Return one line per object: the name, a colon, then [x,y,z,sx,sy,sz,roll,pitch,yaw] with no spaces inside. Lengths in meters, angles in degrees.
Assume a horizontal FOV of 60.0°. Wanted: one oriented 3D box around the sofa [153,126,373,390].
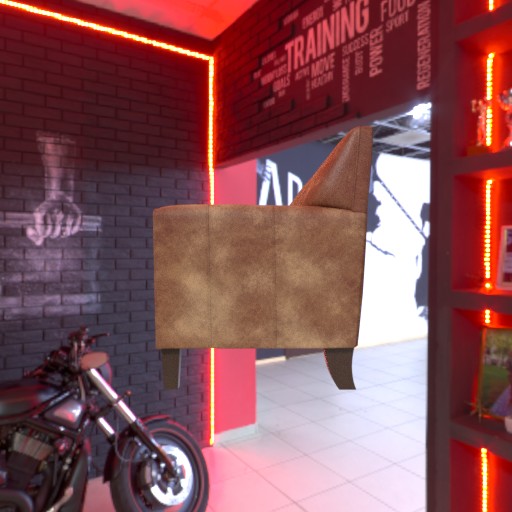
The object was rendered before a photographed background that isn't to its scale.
sofa: [0.000,0.000,2.553,0.805,0.947,2.053,0,1,0]
